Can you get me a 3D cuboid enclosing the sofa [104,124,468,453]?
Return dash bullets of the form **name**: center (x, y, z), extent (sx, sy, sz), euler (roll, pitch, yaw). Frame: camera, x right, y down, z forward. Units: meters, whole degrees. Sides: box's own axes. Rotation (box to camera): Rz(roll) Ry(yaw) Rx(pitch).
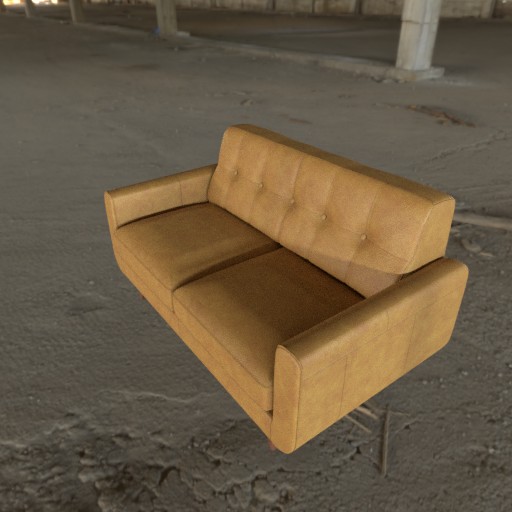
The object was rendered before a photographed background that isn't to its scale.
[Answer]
- **sofa**: center (0.000, 0.000, 2.195), extent (0.952, 0.925, 1.651), euler (-21, 37, -31)
